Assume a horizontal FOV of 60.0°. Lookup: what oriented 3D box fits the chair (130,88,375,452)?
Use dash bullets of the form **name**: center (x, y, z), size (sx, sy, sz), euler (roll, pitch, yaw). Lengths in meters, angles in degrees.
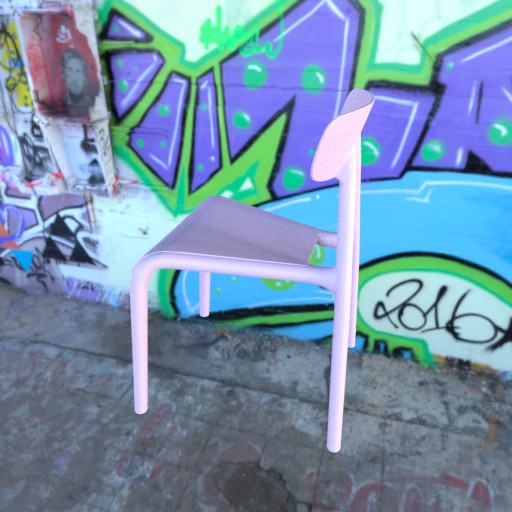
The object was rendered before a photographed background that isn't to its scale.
- **chair**: center (0.000, 0.000, 0.835), size (0.401, 0.580, 0.356), euler (8, 29, 14)
